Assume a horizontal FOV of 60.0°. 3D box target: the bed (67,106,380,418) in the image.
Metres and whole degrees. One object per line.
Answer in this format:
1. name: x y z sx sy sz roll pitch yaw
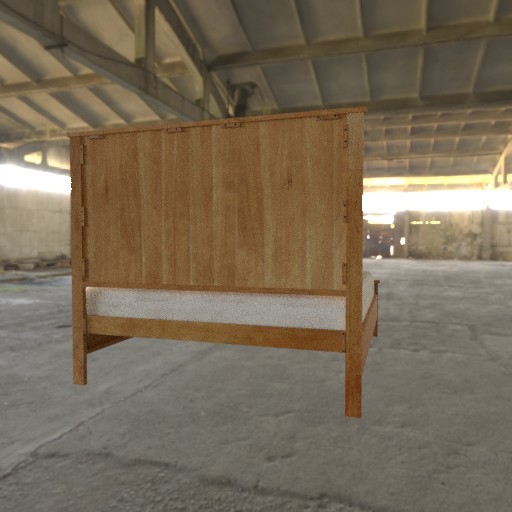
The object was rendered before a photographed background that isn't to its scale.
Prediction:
1. bed: 0.000 0.000 3.726 1.936 1.686 2.201 1 2 18
